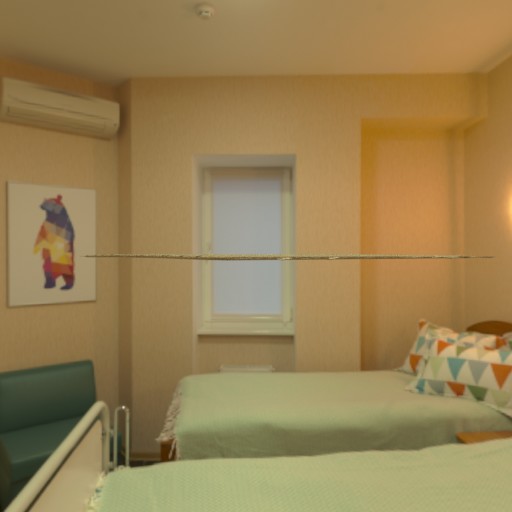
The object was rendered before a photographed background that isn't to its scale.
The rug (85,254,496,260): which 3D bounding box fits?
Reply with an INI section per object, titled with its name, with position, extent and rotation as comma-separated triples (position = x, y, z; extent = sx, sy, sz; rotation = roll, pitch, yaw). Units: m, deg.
[rug]
position = 0.000, 0.000, 4.121
extent = 2.388, 0.030, 3.213
rotation = 0, 0, -35
